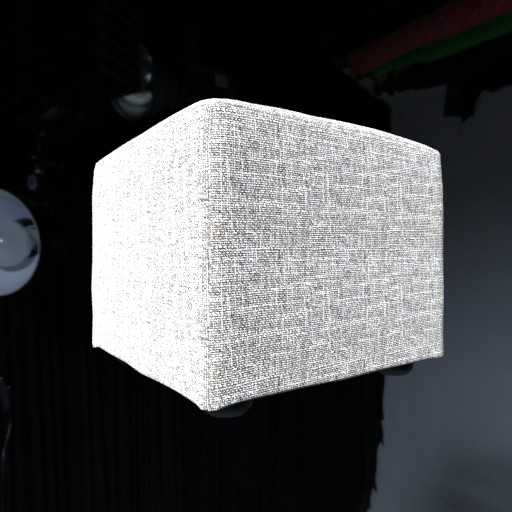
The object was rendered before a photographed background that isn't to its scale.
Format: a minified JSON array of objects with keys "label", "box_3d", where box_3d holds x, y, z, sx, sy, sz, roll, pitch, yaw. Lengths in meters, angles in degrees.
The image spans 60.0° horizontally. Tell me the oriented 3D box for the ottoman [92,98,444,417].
[{"label":"ottoman","box_3d":[0.000,0.000,0.887,0.512,0.453,0.521,0,0,-35]}]
